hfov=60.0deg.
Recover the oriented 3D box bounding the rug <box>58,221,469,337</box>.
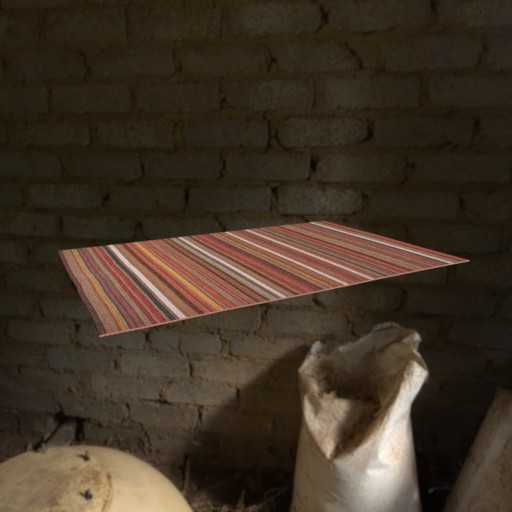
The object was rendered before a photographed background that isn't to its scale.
[{"bbox_3d":[0.000,0.000,2.351,1.828,0.007,1.217,-8,17,-28],"label":"rug"}]
